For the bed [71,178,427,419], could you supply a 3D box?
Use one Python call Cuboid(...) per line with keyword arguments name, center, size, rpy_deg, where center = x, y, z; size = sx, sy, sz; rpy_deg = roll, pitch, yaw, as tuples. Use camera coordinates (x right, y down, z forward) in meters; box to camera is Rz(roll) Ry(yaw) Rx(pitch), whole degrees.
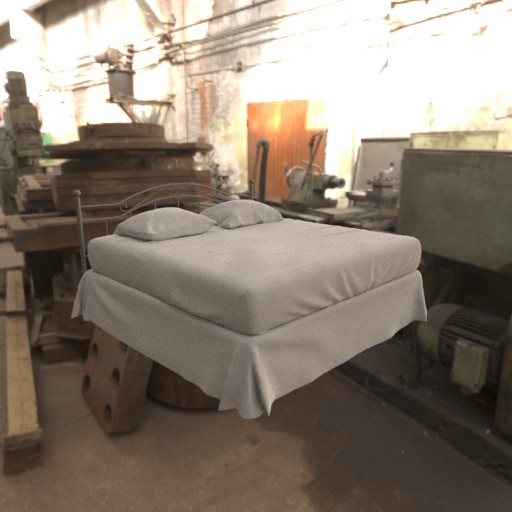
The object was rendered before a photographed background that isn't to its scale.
Cuboid(name="bed", center=(0.000, 0.000, 3.677), size=(2.309, 1.080, 2.220), rpy_deg=(-13, 19, -43))
